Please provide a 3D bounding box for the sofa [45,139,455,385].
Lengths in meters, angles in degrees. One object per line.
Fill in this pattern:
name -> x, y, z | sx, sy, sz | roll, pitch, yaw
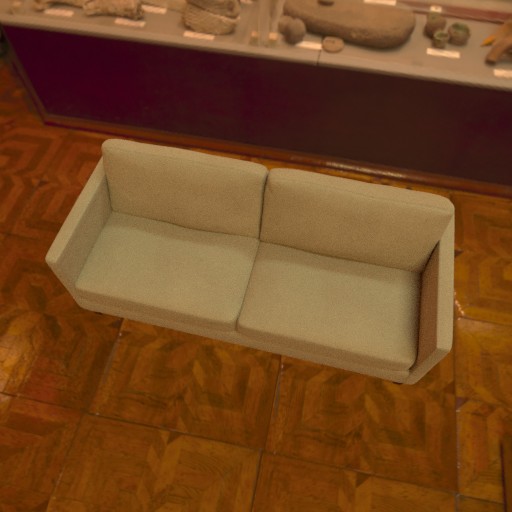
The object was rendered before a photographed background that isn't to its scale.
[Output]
sofa -> 0.000, 0.000, 2.701 | 2.181, 0.932, 0.948 | 12, 59, 7
